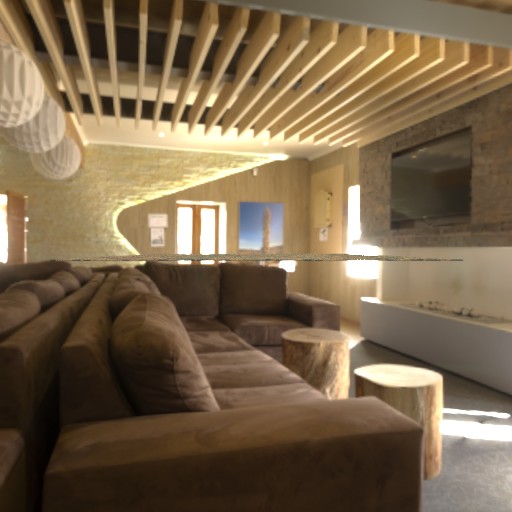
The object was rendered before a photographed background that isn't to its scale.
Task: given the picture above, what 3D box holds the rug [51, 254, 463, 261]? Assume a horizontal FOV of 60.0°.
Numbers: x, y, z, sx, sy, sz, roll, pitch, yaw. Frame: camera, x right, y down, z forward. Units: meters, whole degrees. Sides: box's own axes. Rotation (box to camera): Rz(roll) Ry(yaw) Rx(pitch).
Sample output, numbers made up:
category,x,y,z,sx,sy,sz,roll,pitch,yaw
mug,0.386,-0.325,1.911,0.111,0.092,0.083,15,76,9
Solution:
category,x,y,z,sx,sy,sz,roll,pitch,yaw
rug,0.000,0.000,4.108,2.435,0.007,3.007,0,1,0
